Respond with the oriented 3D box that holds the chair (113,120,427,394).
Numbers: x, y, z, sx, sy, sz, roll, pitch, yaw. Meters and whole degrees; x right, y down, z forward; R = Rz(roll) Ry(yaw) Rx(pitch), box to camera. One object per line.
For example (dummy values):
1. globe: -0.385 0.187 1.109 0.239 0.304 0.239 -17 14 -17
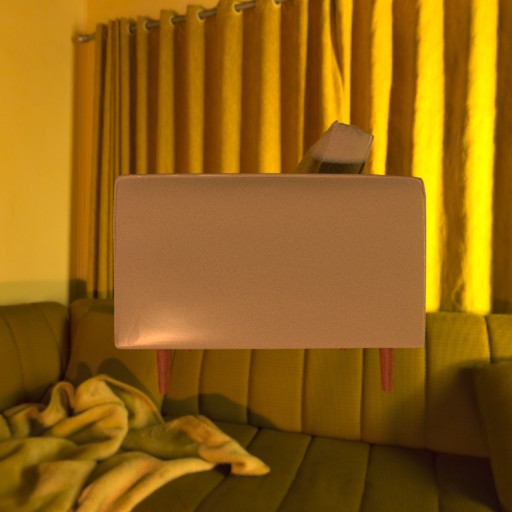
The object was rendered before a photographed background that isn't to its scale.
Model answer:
1. chair: 0.000 0.000 1.543 0.843 0.773 0.928 0 0 -2
